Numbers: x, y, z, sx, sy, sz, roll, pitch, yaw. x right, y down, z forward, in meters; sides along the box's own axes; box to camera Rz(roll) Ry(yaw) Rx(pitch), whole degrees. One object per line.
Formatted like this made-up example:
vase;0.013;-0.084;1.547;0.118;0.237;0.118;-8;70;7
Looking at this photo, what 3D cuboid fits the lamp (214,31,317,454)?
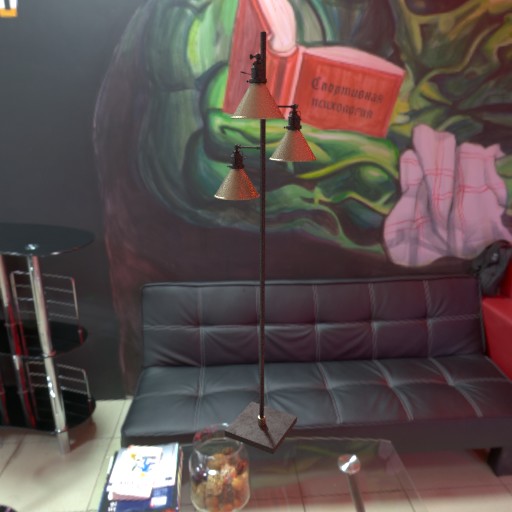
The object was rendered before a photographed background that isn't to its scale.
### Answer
lamp;0.000;0.000;1.868;0.415;1.716;0.428;9;19;27
